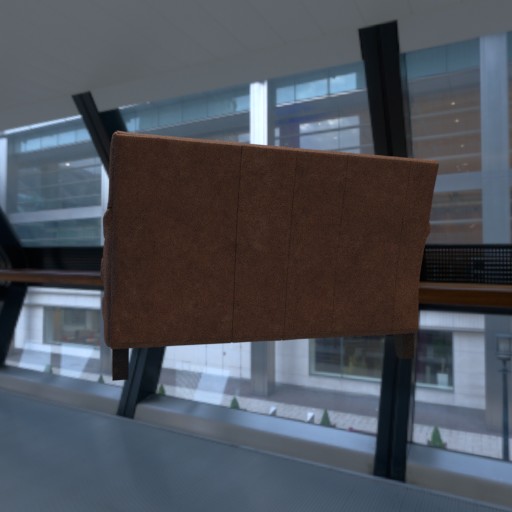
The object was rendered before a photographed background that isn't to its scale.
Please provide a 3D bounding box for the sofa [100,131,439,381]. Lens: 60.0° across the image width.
[{"bbox_3d":[0.000,0.000,2.277,1.527,1.004,1.077,1,-2,-18],"label":"sofa"}]
